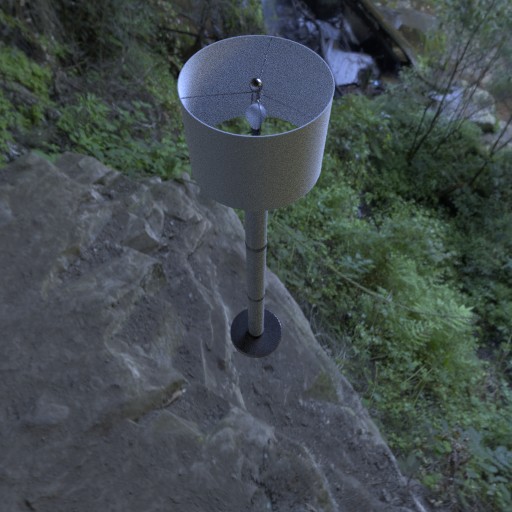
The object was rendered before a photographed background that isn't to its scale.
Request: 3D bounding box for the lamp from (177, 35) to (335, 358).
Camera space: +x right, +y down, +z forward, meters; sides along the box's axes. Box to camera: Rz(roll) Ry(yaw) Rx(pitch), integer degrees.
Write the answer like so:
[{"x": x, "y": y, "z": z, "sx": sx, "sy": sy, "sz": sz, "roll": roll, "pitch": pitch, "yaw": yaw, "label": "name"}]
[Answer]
[{"x": 0.000, "y": 0.000, "z": 1.733, "sx": 0.377, "sy": 1.599, "sz": 0.377, "roll": -15, "pitch": 59, "yaw": -9, "label": "lamp"}]
